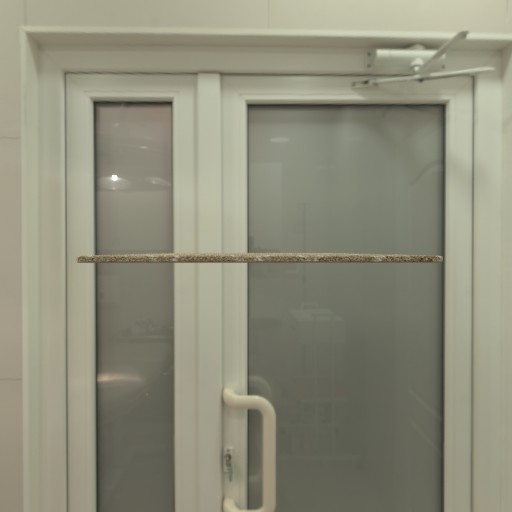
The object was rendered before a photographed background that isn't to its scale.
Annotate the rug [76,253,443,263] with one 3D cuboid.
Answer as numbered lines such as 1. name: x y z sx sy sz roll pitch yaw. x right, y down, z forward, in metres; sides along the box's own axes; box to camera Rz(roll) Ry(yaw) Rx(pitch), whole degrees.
1. rug: 0.000 0.000 3.043 1.524 0.030 2.438 0 1 -1
